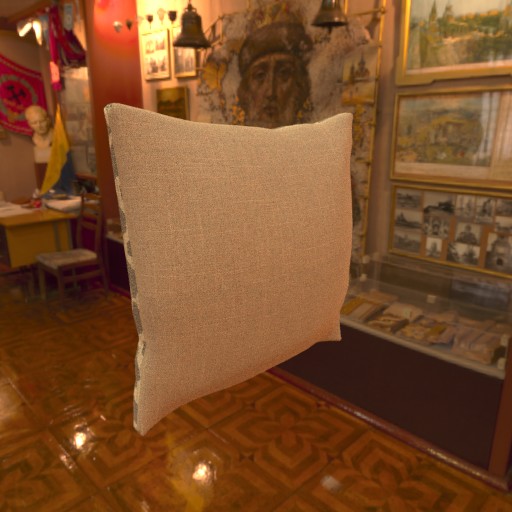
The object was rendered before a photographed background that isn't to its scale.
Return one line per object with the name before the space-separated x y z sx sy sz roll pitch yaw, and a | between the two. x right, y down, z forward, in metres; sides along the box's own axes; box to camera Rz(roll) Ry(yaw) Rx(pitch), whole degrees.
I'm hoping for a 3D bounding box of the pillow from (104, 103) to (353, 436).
pillow | 0.000 0.000 0.789 0.508 0.498 0.215 -14 21 -40
